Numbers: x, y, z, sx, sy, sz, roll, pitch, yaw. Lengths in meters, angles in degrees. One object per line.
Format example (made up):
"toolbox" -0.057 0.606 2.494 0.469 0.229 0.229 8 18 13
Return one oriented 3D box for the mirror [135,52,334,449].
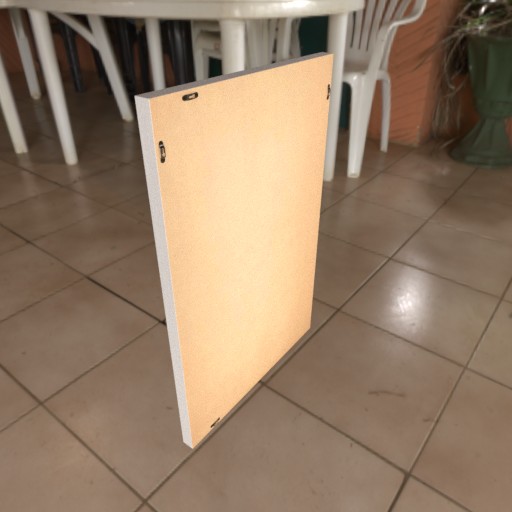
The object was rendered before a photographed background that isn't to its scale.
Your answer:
"mirror" 0.000 0.000 1.166 0.040 0.915 0.609 22 38 31
